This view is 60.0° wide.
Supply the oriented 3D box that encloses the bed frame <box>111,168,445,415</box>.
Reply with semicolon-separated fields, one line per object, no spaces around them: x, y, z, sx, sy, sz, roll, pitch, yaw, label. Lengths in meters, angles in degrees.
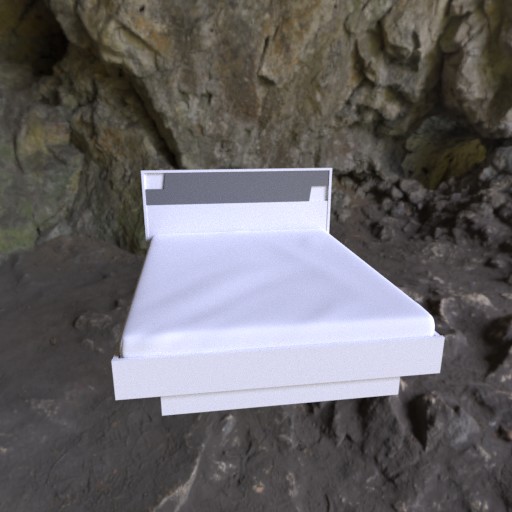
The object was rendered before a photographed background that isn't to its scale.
0.000;0.000;3.120;1.711;1.001;2.100;-2;17;-8;bed frame
